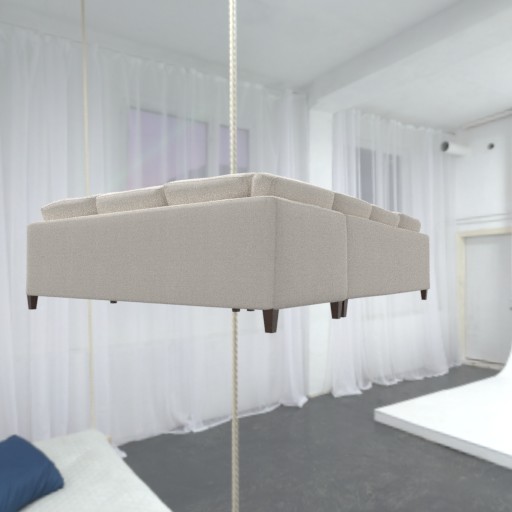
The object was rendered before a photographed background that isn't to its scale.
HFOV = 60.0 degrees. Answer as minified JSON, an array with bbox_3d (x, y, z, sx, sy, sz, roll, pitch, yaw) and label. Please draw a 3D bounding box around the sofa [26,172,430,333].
[{"bbox_3d":[0.000,0.000,4.401,2.593,0.947,3.302,-1,-2,35],"label":"sofa"}]
